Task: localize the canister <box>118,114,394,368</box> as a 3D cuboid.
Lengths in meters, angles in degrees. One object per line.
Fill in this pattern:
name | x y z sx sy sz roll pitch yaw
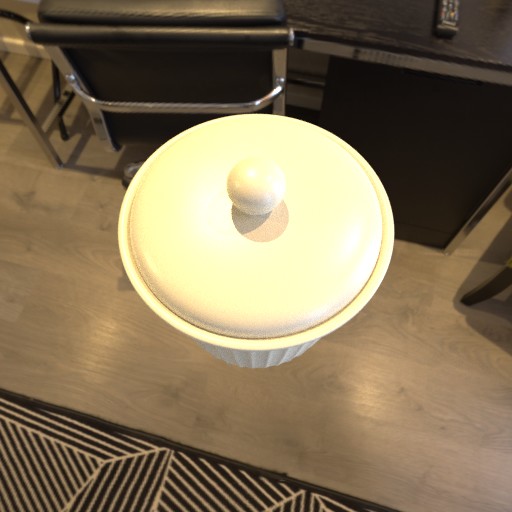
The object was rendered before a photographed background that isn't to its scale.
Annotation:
canister | 0.000 0.000 0.345 0.181 0.211 0.181 0 63 0
